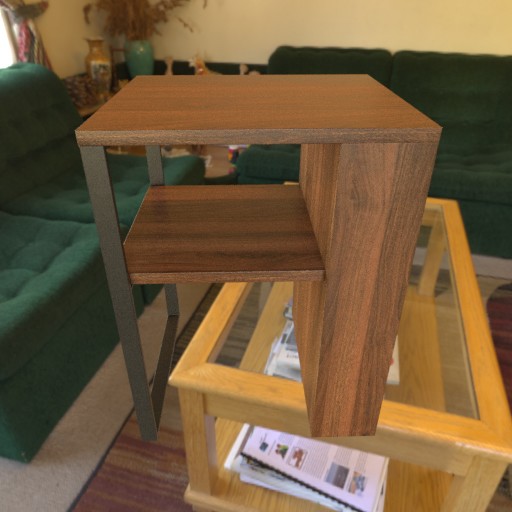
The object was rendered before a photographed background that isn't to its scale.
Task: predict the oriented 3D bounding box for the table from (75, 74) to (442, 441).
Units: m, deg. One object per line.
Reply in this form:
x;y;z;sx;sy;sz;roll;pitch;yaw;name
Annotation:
0.000;0.000;1.500;0.786;1.041;0.660;-1;32;-1;table
